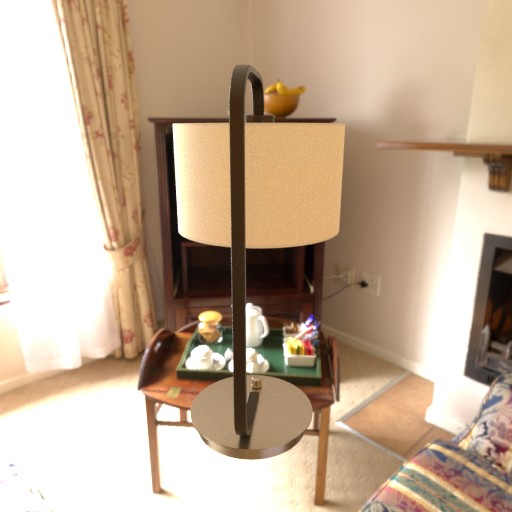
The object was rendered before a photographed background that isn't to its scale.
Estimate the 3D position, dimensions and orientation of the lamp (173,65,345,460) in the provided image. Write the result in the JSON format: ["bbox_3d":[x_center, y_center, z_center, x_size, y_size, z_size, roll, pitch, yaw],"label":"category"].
[{"bbox_3d":[0.000,0.000,0.622,0.230,0.473,0.288,2,16,7],"label":"lamp"}]
